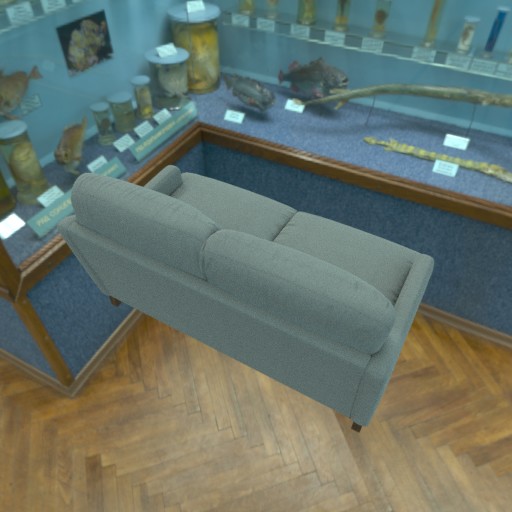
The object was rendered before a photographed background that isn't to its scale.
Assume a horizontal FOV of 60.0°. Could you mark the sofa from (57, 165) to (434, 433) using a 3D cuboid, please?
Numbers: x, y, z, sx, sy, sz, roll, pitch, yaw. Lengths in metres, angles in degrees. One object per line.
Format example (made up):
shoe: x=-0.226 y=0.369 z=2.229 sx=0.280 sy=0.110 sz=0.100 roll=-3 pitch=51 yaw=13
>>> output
sofa: x=0.000 y=0.000 z=2.216 sx=1.589 sy=0.921 sz=0.987 roll=22 pitch=50 yaw=20
